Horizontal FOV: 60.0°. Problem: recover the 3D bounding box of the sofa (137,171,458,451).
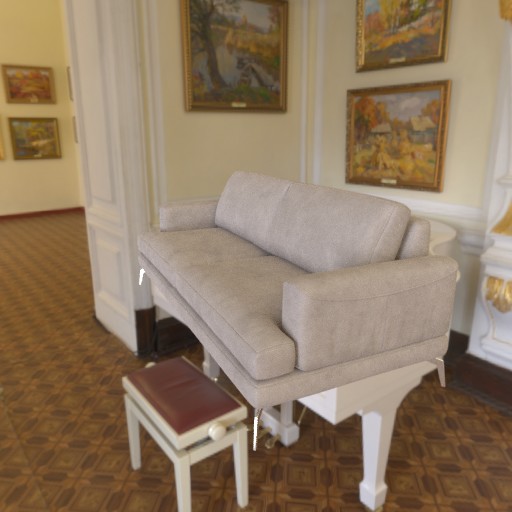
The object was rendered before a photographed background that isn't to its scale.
[{"bbox_3d":[0.000,0.000,2.543,0.980,0.830,2.013,-8,17,-25],"label":"sofa"}]
